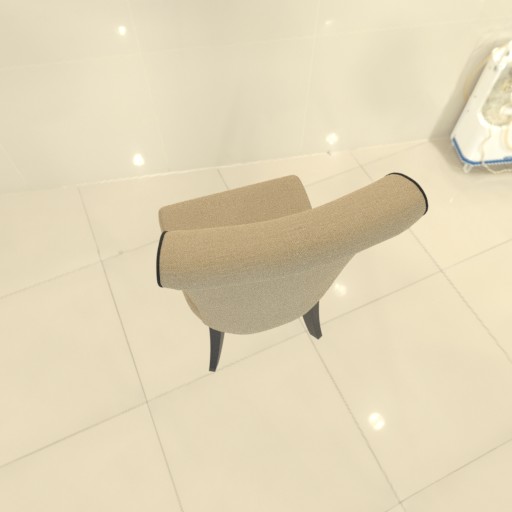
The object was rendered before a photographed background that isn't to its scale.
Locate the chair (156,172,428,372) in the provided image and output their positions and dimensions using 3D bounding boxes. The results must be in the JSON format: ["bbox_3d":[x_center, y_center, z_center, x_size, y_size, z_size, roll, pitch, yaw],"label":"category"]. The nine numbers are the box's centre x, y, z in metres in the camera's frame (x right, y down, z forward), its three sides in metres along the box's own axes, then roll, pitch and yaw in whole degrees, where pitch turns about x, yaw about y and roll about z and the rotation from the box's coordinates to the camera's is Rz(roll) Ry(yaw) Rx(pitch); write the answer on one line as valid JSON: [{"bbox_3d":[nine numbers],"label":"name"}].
[{"bbox_3d":[0.000,0.000,1.320,0.522,0.997,0.623,-15,60,-9],"label":"chair"}]
